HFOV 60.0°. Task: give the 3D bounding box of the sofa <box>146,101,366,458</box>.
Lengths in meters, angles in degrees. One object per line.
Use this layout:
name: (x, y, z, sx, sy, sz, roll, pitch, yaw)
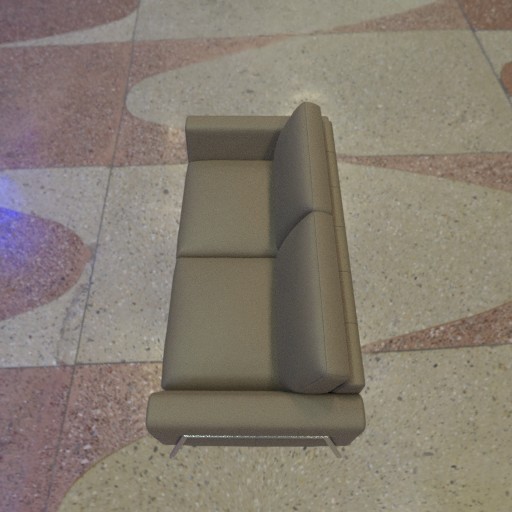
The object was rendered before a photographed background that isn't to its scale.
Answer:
sofa: (0.000, 0.000, 2.564, 0.953, 0.875, 2.017, 0, 57, 0)
